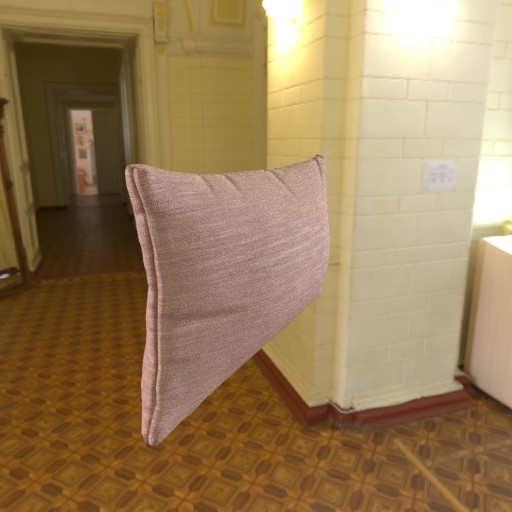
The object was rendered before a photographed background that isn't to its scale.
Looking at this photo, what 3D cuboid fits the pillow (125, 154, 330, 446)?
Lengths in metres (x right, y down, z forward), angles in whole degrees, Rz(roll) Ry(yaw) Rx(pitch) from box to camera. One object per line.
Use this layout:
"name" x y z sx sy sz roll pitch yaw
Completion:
"pillow" 0.000 0.000 0.777 0.210 0.338 0.633 7 16 26
